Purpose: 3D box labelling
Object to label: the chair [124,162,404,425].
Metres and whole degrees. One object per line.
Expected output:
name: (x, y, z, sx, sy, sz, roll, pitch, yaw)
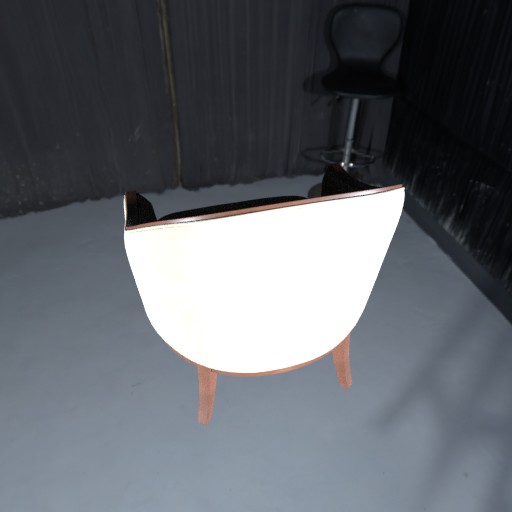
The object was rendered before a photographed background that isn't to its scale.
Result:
chair: (0.000, 0.000, 1.488, 0.803, 0.876, 0.735, -10, 41, -12)
